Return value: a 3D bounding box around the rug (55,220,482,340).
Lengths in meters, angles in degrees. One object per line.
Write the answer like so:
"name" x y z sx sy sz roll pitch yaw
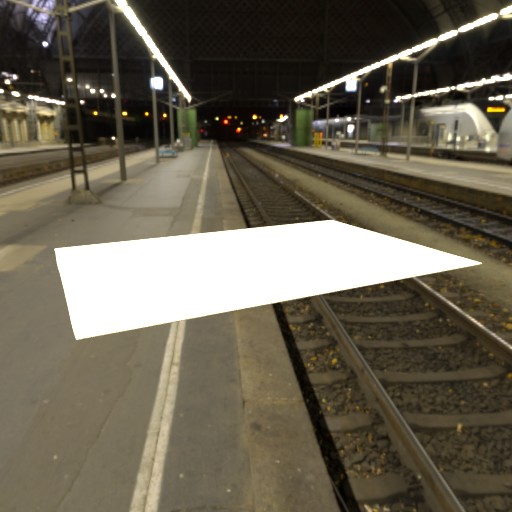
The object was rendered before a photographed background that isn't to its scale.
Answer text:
"rug" 0.000 0.000 2.285 1.850 0.006 1.234 -8 17 -25
